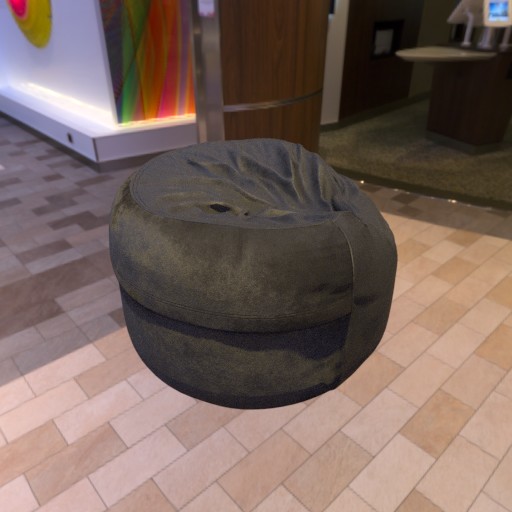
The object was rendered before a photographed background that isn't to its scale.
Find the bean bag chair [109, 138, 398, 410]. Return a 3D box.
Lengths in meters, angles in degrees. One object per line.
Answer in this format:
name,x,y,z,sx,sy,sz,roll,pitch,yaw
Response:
bean bag chair,0.000,0.000,1.495,0.918,0.605,0.918,0,31,0
